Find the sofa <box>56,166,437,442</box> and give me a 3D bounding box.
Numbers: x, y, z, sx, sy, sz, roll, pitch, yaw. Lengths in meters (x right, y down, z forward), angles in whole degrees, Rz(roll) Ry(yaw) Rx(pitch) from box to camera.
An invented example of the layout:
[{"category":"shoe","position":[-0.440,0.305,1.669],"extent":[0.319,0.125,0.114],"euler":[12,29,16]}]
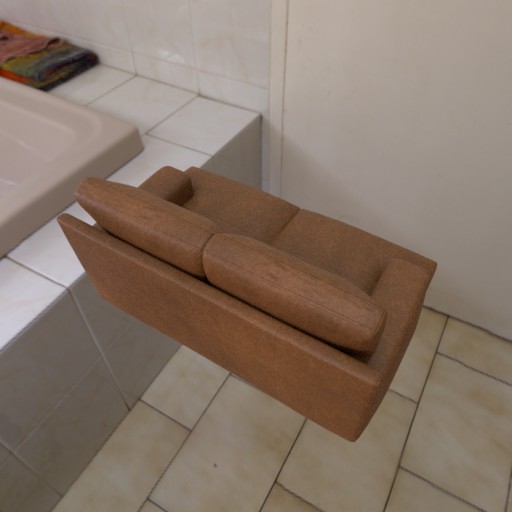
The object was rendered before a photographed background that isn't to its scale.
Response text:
[{"category":"sofa","position":[0.000,0.000,2.542],"extent":[1.880,0.966,1.144],"euler":[25,52,21]}]
